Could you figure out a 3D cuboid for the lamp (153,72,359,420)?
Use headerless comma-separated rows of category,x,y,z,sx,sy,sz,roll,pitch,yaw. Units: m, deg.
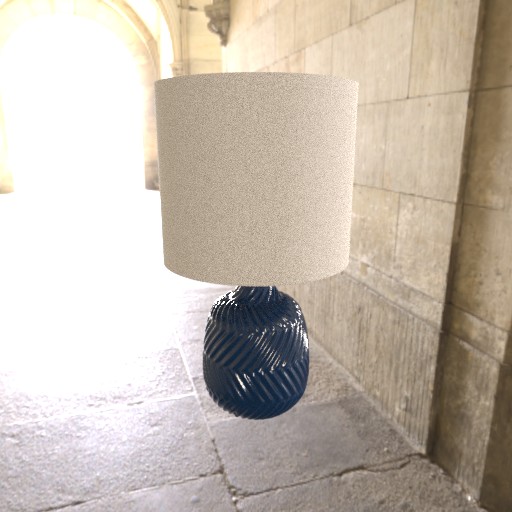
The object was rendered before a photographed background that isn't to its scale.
lamp,0.000,0.000,0.495,0.203,0.368,0.203,7,17,26
